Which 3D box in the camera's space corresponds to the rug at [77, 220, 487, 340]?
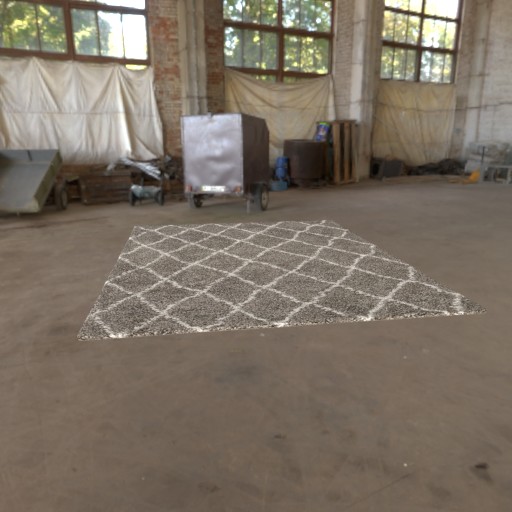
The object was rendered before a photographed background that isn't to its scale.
[{"bbox_3d":[0.000,0.000,4.008,2.438,0.029,3.047,-2,15,-9],"label":"rug"}]
